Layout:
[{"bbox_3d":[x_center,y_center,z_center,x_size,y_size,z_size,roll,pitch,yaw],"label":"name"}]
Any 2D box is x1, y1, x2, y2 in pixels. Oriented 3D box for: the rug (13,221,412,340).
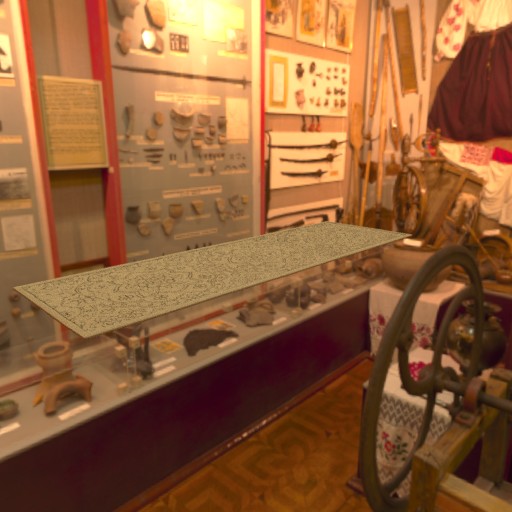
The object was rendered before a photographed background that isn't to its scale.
[{"bbox_3d":[0.000,0.000,2.638,2.448,0.012,0.769,-14,20,-43],"label":"rug"}]
